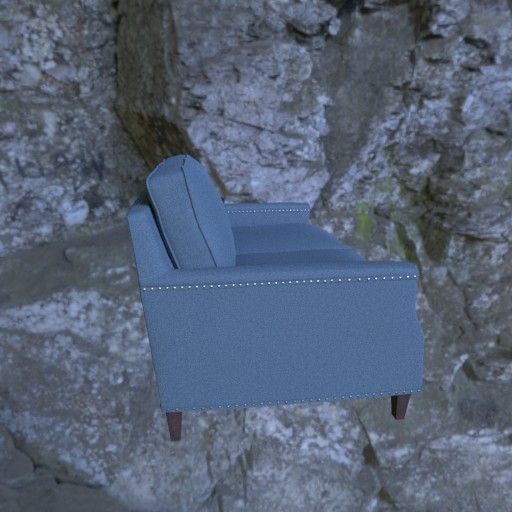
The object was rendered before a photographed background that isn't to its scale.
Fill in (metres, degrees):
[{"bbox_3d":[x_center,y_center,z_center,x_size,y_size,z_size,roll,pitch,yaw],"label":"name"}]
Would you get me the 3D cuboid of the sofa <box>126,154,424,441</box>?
[{"bbox_3d":[0.000,0.000,2.282,1.084,1.003,1.597,-2,15,-8],"label":"sofa"}]
